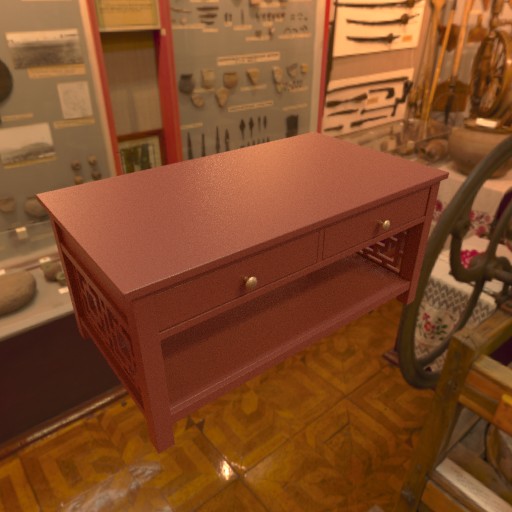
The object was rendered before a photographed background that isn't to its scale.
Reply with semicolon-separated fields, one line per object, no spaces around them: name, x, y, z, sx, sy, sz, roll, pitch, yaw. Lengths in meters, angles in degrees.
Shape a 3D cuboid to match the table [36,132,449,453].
table;0.000;0.000;1.423;1.068;0.493;0.612;-21;37;-32
